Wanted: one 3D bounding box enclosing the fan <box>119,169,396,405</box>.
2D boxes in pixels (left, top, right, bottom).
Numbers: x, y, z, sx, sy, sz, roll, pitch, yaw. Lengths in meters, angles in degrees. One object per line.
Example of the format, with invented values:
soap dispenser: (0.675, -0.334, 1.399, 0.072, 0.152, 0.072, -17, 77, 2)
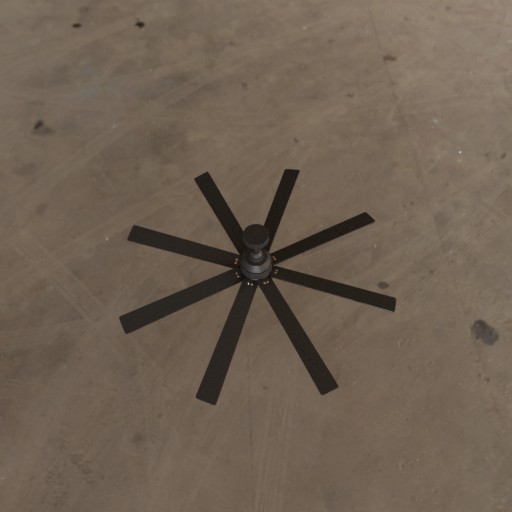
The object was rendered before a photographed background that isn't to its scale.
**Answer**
fan: (0.000, 0.000, 2.805, 1.830, 0.472, 1.830, 15, 59, 10)
